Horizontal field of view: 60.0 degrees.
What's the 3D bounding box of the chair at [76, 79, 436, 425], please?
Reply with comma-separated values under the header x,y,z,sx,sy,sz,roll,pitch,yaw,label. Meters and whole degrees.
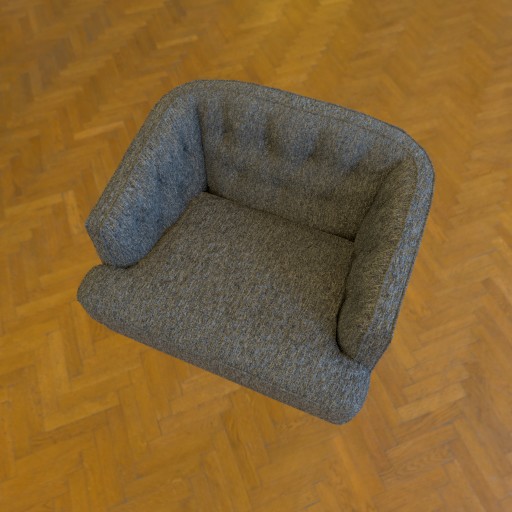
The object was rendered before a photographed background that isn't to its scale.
x,y,z,sx,sy,sz,roll,pitch,yaw,label
0.000,0.000,1.753,1.104,0.852,0.941,20,61,11,chair
